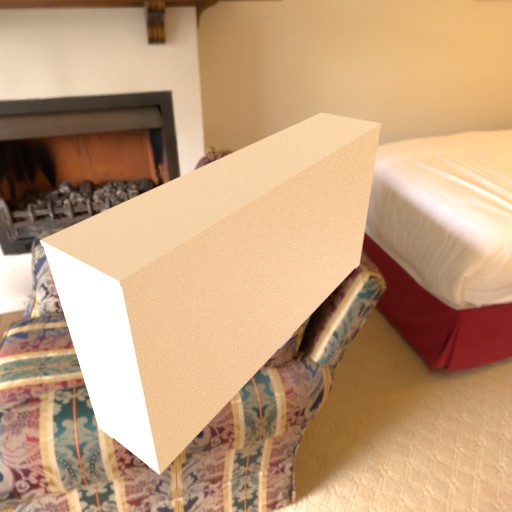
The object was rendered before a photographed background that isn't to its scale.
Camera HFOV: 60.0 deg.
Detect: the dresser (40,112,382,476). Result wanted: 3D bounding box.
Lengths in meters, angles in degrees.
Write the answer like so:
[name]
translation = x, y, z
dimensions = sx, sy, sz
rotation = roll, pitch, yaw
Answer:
[dresser]
translation = 0.000, 0.000, 1.834
dimensions = 0.333, 0.790, 1.535
rotation = 21, 39, 29
